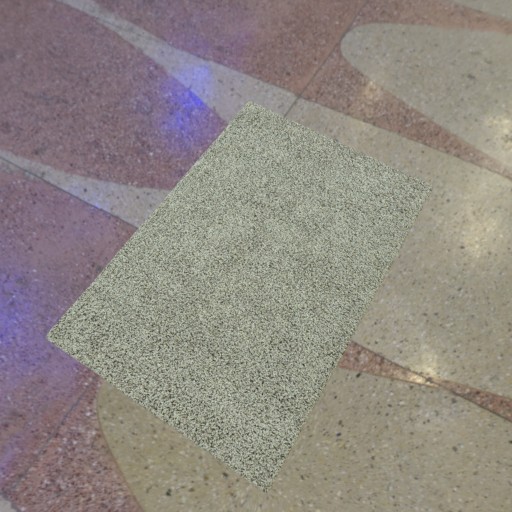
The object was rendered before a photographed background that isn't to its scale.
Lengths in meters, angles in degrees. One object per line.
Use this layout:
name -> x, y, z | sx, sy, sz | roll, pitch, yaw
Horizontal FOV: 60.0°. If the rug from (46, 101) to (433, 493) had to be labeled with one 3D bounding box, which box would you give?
rug -> 0.000, 0.000, 2.268 | 1.219, 0.030, 1.778 | 29, 67, 14
